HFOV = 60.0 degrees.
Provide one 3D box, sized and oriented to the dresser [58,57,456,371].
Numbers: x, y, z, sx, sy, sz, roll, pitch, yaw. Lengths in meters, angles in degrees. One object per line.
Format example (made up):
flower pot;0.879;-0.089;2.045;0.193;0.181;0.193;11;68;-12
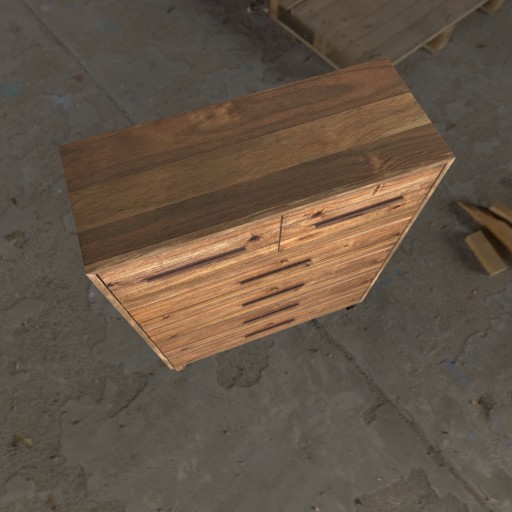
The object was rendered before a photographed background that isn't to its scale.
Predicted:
dresser;0.000;0.000;1.903;1.062;1.393;0.442;-18;66;-8
